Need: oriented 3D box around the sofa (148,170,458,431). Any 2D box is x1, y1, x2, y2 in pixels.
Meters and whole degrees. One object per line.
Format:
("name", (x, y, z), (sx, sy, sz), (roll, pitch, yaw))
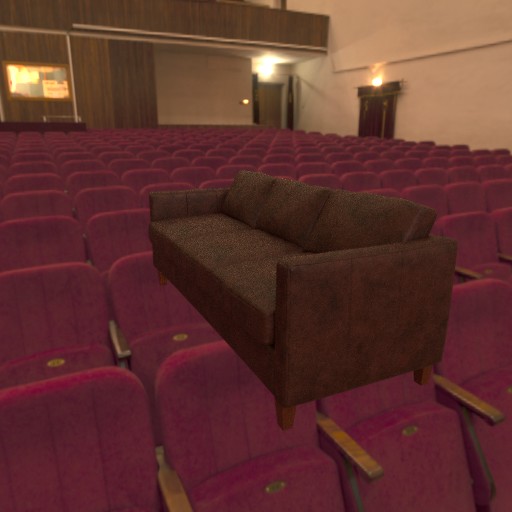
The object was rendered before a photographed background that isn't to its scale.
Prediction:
("sofa", (0.000, 0.000, 3.083), (1.045, 1.006, 2.464), (-7, 17, -25))
